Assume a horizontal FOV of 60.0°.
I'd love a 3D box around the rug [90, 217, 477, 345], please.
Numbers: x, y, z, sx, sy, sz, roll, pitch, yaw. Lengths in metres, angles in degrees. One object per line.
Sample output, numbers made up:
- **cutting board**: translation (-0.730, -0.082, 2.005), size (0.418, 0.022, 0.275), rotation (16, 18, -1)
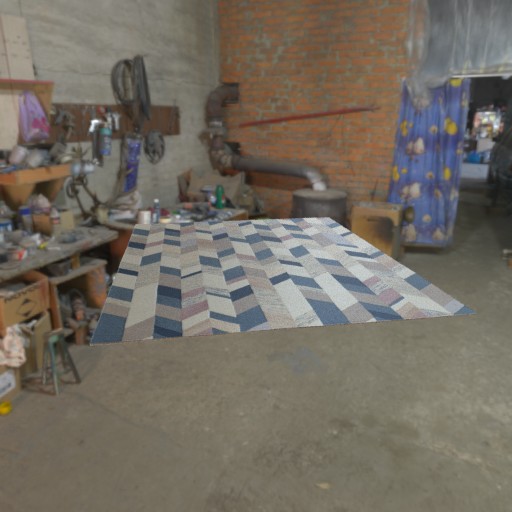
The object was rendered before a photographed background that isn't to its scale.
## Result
- **rug**: translation (0.000, 0.000, 4.138), size (2.451, 0.011, 3.072), rotation (-3, 17, -9)
